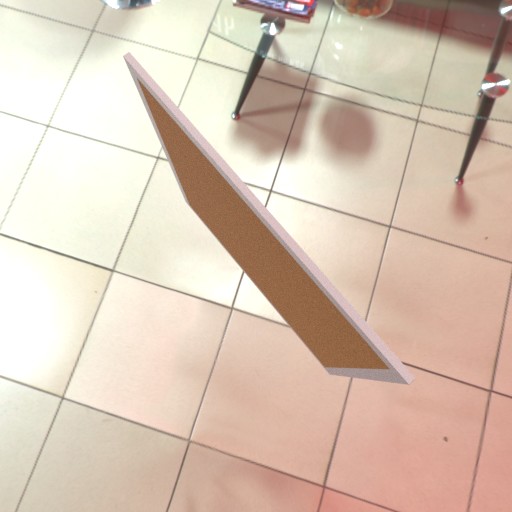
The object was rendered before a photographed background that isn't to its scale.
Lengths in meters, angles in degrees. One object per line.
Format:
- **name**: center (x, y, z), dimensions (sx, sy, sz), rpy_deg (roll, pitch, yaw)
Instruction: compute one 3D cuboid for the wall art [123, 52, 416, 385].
- **wall art**: center (0.000, 0.000, 0.674), dimensions (0.009, 0.457, 0.456), rpy_deg (-39, 79, -9)
